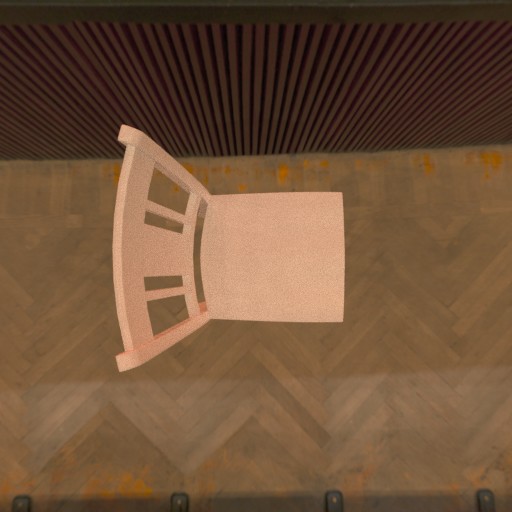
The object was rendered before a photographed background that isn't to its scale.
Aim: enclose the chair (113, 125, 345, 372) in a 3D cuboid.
[{"bbox_3d":[0.000,0.000,1.305,0.555,0.998,0.450,0,88,-1],"label":"chair"}]
